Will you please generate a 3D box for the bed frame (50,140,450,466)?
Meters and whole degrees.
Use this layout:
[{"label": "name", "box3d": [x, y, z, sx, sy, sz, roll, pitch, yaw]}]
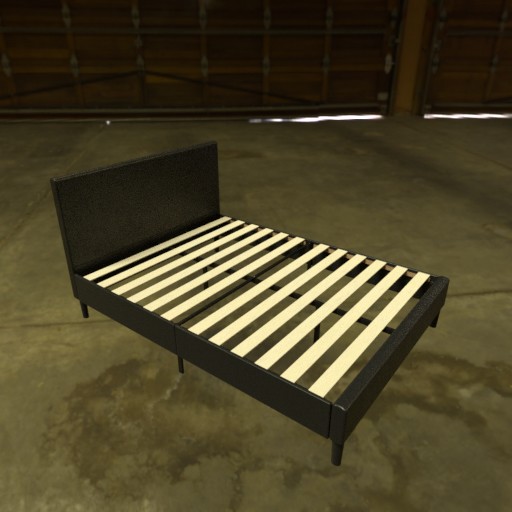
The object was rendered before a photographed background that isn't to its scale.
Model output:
[{"label": "bed frame", "box3d": [0.000, 0.000, 3.217, 2.318, 1.127, 1.634, 18, 31, 33]}]
